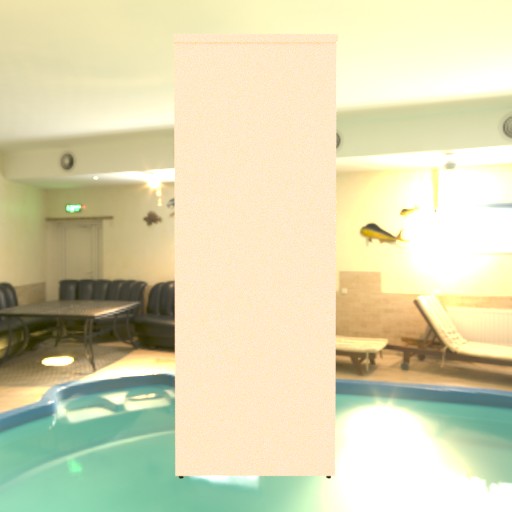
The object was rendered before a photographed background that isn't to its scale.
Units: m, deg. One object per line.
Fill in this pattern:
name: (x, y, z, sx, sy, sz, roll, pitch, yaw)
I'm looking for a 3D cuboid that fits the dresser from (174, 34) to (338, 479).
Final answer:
dresser: (0.000, 0.000, 1.433, 0.380, 1.040, 0.800, 0, 1, 0)
